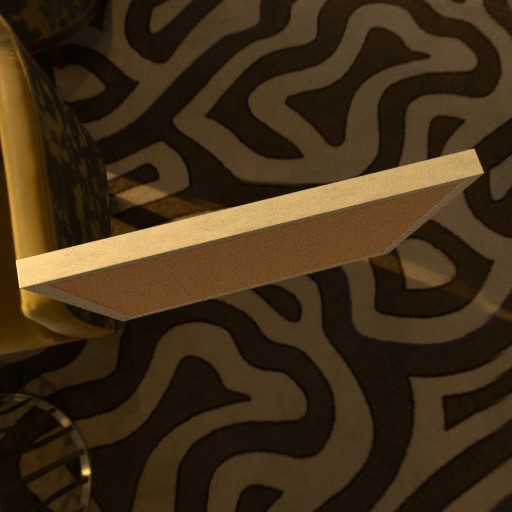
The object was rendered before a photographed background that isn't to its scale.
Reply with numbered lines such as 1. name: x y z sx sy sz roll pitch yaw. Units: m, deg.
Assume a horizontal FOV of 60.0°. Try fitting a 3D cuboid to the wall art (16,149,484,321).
1. wall art: 0.000 0.000 0.680 0.532 0.380 0.032 -14 77 -3
